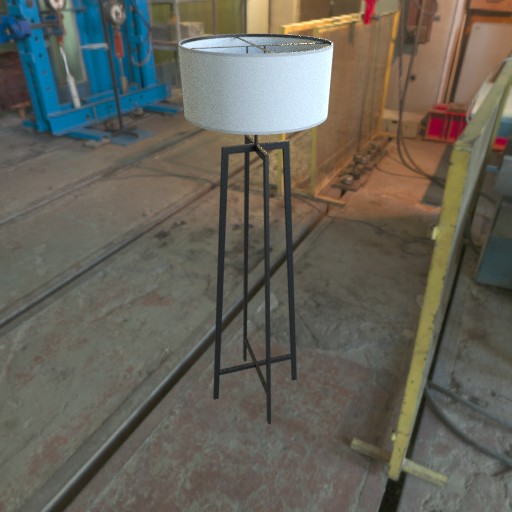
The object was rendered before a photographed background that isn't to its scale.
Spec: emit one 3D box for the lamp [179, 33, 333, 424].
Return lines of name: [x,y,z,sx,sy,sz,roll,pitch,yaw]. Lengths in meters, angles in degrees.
lamp: [0.000,0.000,1.726,0.457,1.510,0.456,-9,34,-14]
